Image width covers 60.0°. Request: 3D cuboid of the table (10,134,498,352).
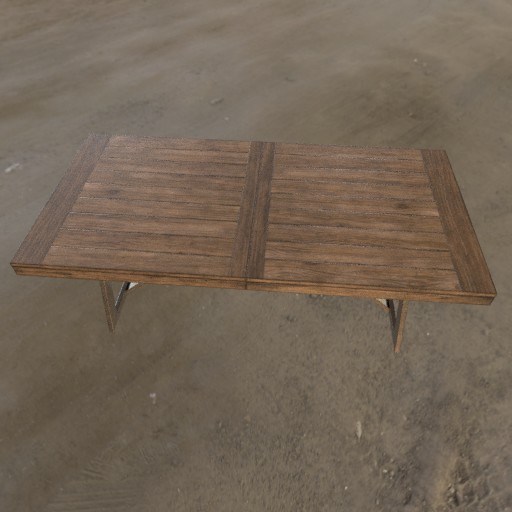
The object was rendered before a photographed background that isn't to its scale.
[{"bbox_3d":[0.000,0.000,2.282,1.867,0.757,0.931,3,47,3],"label":"table"}]
